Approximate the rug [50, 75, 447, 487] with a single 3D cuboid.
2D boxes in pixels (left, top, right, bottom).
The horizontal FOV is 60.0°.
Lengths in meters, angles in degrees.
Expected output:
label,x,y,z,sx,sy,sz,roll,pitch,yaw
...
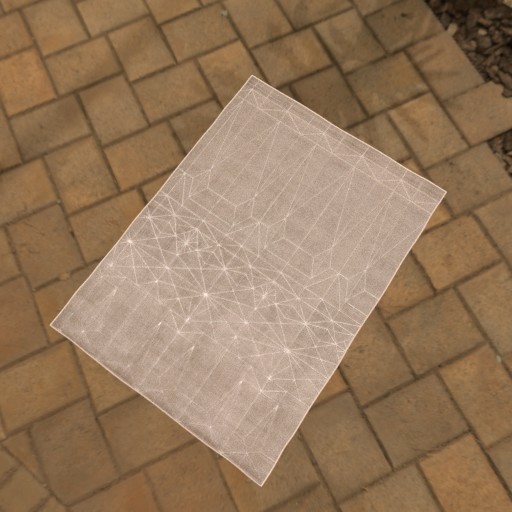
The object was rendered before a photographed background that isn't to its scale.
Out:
label,x,y,z,sx,sy,sz,roll,pitch,yaw
rug,0.000,0.000,4.367,2.449,0.019,3.357,34,78,8
